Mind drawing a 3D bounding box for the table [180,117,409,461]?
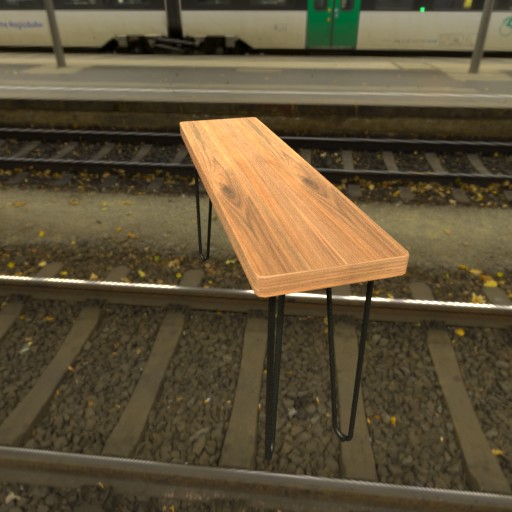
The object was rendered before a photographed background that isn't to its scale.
[{"bbox_3d":[0.000,0.000,1.973,0.425,0.834,1.570,-8,31,-13],"label":"table"}]
